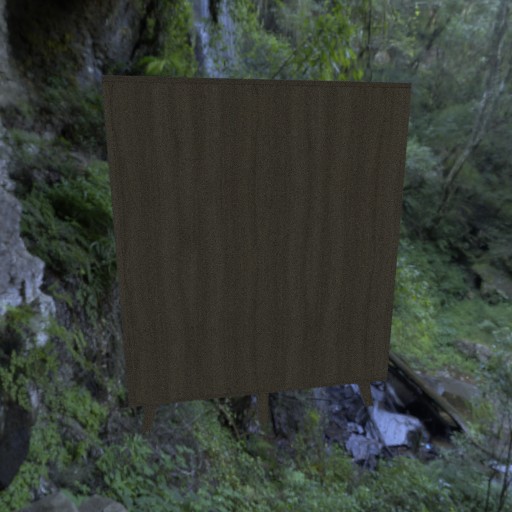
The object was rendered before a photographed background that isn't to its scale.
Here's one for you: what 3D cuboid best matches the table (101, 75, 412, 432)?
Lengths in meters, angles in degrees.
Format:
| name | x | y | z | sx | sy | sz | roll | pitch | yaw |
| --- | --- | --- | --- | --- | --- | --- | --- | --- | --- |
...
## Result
| name | x | y | z | sx | sy | sz | roll | pitch | yaw |
| --- | --- | --- | --- | --- | --- | --- | --- | --- | --- |
| table | 0.000 | 0.000 | 1.921 | 1.111 | 1.388 | 0.398 | -3 | 15 | -10 |
